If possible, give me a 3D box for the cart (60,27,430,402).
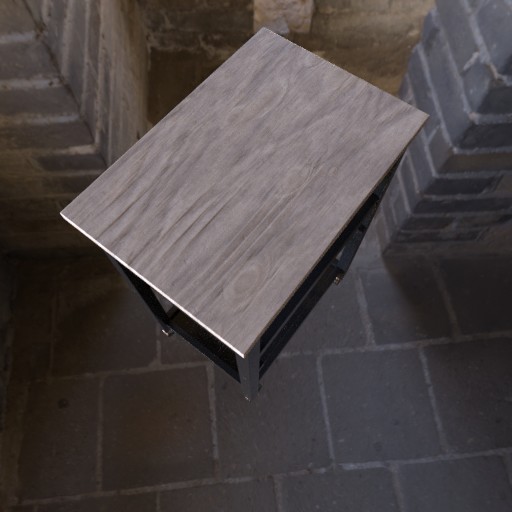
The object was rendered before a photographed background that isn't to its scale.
[{"bbox_3d":[0.000,0.000,1.181,0.403,0.839,0.584,35,70,15],"label":"cart"}]
